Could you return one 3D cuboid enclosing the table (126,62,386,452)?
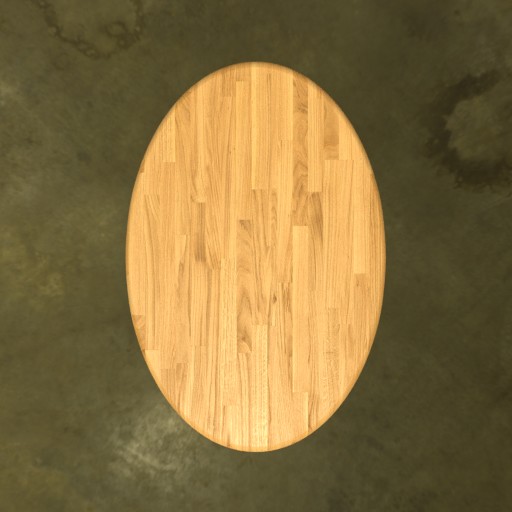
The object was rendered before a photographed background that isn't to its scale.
[{"bbox_3d":[0.000,0.000,1.403,0.690,0.490,1.040,0,90,0],"label":"table"}]
